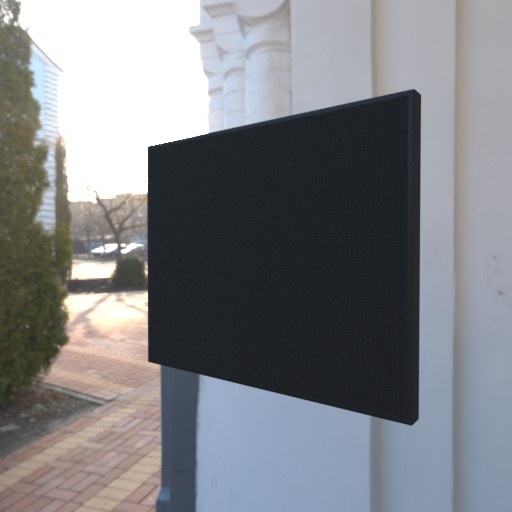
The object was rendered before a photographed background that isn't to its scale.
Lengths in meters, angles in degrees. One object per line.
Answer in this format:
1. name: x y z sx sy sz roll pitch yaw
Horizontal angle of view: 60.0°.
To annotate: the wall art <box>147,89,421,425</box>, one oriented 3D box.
1. wall art: 0.000 0.000 0.782 0.559 0.458 0.029 1 1 37
